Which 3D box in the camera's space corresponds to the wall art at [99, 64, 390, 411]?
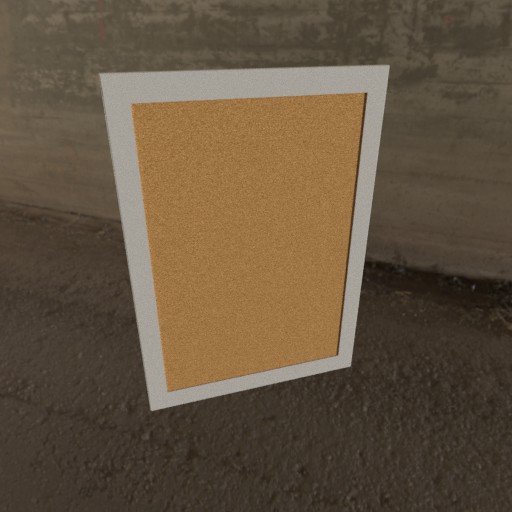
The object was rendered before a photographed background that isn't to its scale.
[{"bbox_3d":[0.000,0.000,0.676,0.374,0.529,0.012,-8,29,-15],"label":"wall art"}]
